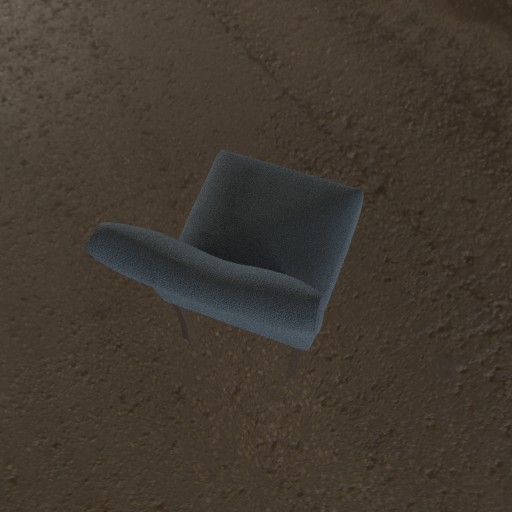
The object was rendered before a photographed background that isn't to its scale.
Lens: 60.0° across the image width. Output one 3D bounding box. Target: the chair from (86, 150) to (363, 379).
[{"bbox_3d":[0.000,0.000,1.258,0.487,0.882,0.629,18,64,9],"label":"chair"}]
